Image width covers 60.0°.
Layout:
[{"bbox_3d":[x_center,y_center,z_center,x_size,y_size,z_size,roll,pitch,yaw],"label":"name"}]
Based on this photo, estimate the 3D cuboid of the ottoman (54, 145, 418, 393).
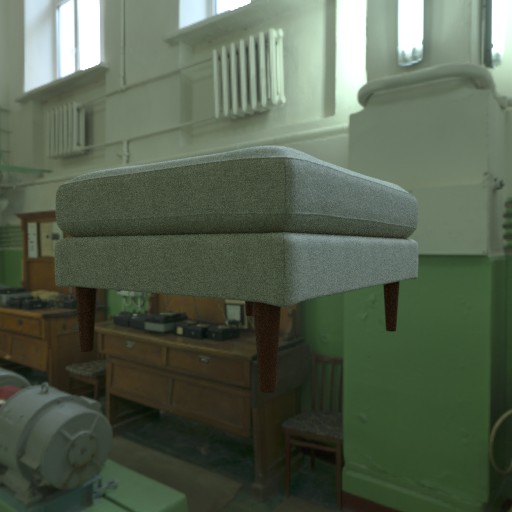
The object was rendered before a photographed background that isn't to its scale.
[{"bbox_3d":[0.000,0.000,1.254,0.693,0.474,0.821,1,1,35],"label":"ottoman"}]
